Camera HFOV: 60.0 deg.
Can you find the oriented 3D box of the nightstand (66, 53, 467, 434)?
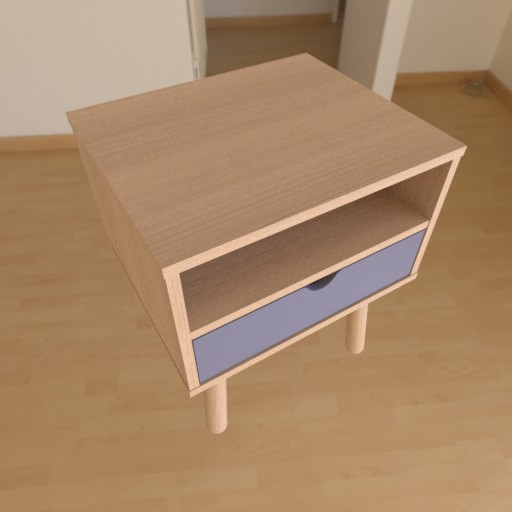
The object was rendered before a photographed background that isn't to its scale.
[{"bbox_3d":[0.000,0.000,0.832,0.450,0.530,0.380,-23,50,-21],"label":"nightstand"}]
